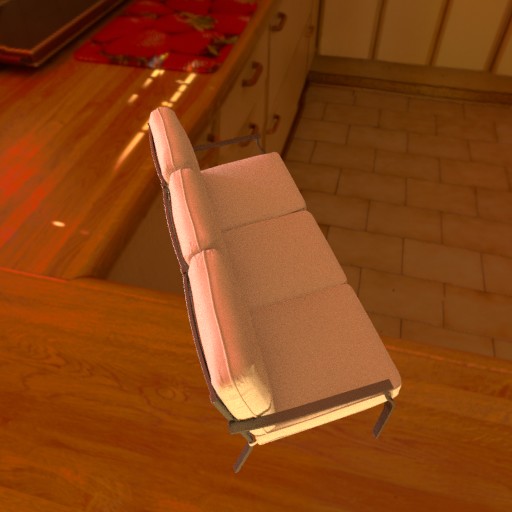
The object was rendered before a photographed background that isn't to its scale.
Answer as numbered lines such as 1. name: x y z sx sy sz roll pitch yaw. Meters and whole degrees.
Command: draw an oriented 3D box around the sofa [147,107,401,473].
1. sofa: 0.000 0.000 2.220 0.787 0.860 1.740 -12 49 -11
